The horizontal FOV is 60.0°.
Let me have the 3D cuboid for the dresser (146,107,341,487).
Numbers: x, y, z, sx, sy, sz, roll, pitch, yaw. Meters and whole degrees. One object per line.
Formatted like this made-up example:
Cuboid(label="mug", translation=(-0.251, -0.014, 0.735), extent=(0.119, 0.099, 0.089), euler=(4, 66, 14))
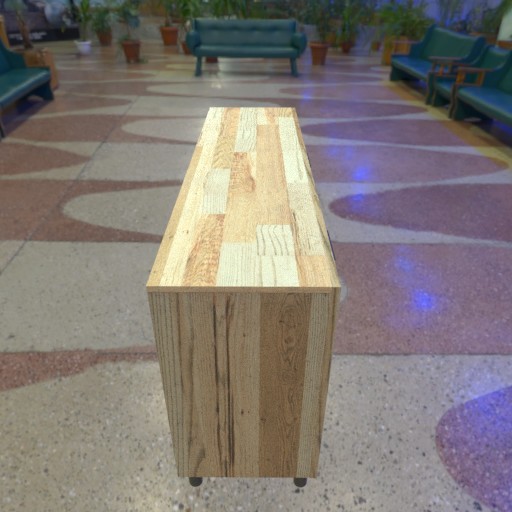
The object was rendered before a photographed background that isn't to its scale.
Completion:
Cuboid(label="dresser", translation=(0.000, 0.000, 1.873), extent=(0.487, 0.834, 1.547), euler=(0, 33, 0))
